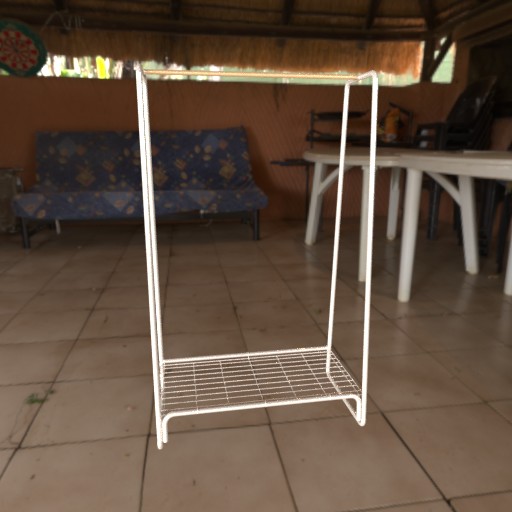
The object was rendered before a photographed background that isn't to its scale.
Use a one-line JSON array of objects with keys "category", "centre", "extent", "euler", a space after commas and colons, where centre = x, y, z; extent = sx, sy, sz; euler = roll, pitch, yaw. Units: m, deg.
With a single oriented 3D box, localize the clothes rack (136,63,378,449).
[{"category": "clothes rack", "centre": [0.000, 0.000, 1.933], "extent": [0.900, 1.500, 0.495], "euler": [-3, 15, -10]}]
